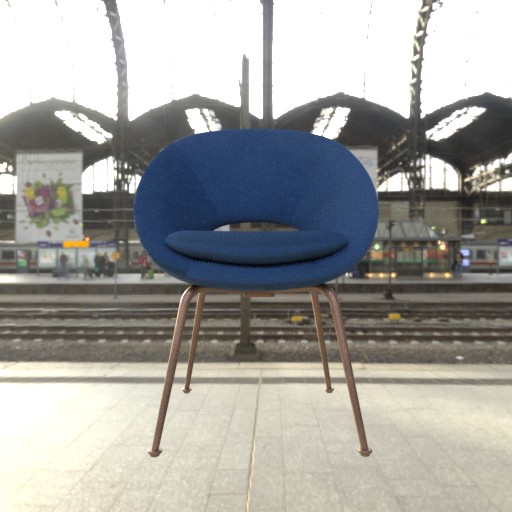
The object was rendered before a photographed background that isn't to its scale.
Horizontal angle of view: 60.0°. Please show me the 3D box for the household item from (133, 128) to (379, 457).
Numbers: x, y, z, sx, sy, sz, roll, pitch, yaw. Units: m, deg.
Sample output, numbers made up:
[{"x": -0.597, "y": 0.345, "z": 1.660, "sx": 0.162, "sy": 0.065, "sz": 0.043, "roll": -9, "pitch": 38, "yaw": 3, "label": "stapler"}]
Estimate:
[{"x": 0.000, "y": 0.000, "z": 1.213, "sx": 0.623, "sy": 0.852, "sz": 0.573, "roll": 0, "pitch": 0, "yaw": 0, "label": "household item"}]
